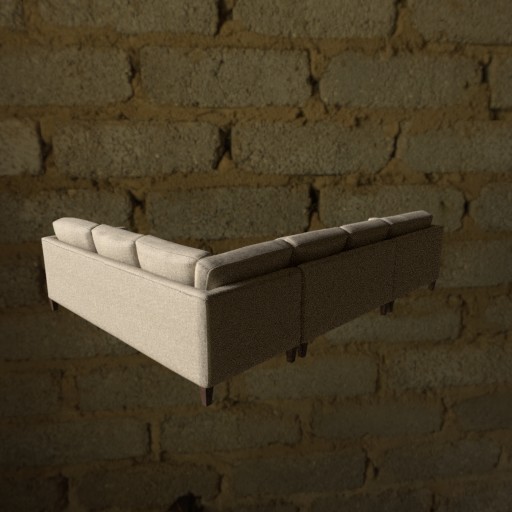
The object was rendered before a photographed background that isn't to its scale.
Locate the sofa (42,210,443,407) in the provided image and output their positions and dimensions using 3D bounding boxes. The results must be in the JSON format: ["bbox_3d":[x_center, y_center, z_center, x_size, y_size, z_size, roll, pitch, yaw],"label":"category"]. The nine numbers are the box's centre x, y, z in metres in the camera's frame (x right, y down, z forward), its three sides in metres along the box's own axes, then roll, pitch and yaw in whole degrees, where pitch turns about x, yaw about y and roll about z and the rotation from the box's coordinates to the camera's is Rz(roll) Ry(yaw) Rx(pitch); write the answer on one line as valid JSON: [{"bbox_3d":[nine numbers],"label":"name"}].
[{"bbox_3d":[0.000,0.000,4.704,2.593,0.959,3.460,13,19,43],"label":"sofa"}]
